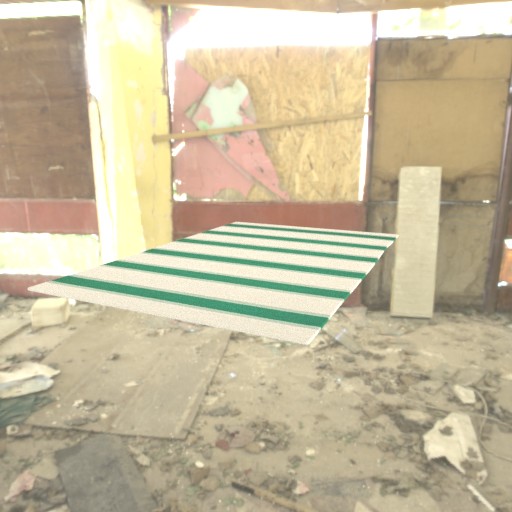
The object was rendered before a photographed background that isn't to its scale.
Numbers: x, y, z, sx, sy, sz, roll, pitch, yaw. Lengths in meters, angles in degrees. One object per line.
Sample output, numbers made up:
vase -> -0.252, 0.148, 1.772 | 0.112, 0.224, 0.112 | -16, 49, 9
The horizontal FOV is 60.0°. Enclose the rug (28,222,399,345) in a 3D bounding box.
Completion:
rug -> 0.000, 0.000, 2.364 | 1.210, 0.012, 1.829 | 6, 15, 25
